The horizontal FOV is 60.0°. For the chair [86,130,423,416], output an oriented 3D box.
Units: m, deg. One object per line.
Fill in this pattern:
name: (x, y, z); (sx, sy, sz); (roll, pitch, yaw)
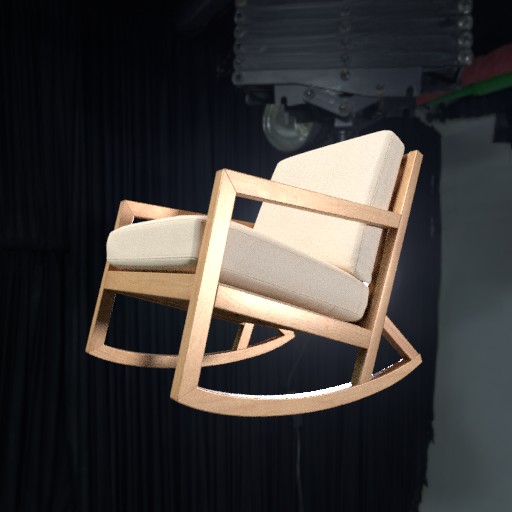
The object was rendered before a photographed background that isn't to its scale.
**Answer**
chair: (0.000, 0.000, 1.389); (0.857, 0.790, 0.622); (1, -1, -37)
